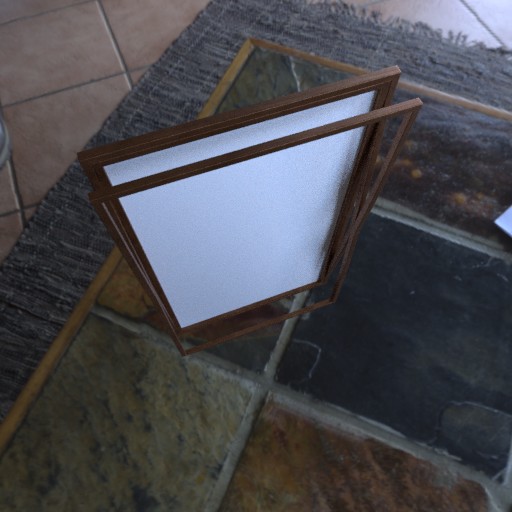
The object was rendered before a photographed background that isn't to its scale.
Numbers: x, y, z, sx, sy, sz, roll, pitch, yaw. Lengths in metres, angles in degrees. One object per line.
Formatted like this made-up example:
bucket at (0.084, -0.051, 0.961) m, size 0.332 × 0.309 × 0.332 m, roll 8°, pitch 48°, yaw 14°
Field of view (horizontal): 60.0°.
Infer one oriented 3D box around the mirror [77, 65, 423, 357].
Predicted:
mirror at (0.000, 0.000, 0.936) m, size 0.468 × 0.768 × 0.082 m, roll -18°, pitch 65°, yaw -9°
